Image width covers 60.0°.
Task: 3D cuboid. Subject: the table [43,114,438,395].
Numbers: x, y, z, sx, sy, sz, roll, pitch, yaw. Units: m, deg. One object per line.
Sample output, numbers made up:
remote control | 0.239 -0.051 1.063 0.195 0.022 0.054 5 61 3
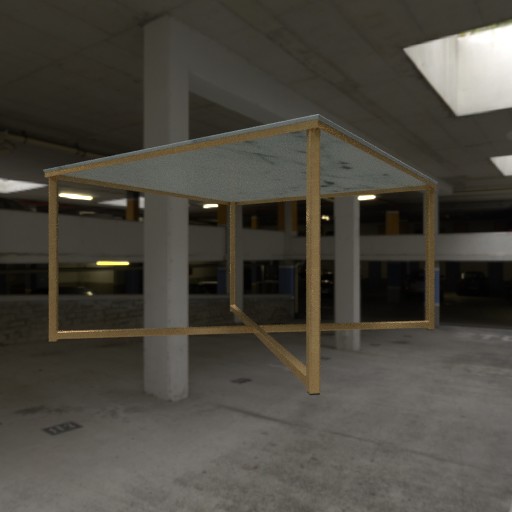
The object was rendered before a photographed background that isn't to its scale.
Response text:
table | 0.000 0.000 1.258 0.800 0.450 0.800 0 0 35
